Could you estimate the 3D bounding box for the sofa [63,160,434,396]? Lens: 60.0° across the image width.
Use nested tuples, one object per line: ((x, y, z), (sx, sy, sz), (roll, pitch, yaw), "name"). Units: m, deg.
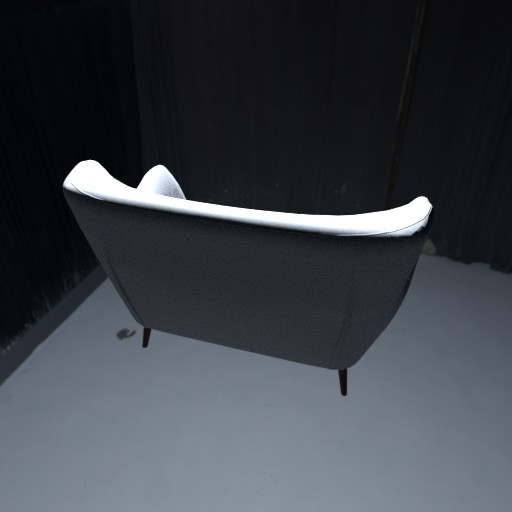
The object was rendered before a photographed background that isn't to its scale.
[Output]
((0.000, 0.000, 1.962), (1.424, 0.878, 0.921), (10, 33, 15), "sofa")
